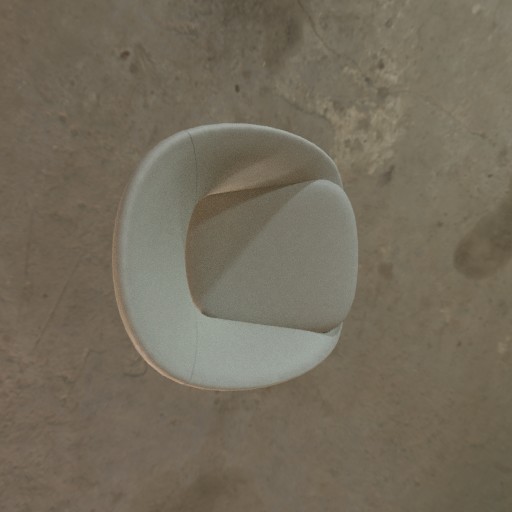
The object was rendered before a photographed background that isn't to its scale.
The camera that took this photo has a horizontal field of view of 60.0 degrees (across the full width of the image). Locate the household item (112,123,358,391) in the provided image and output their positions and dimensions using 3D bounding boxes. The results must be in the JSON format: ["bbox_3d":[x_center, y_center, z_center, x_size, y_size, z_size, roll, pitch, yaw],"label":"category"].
[{"bbox_3d":[0.000,0.000,1.262,0.573,0.852,0.623,0,91,-1],"label":"household item"}]
